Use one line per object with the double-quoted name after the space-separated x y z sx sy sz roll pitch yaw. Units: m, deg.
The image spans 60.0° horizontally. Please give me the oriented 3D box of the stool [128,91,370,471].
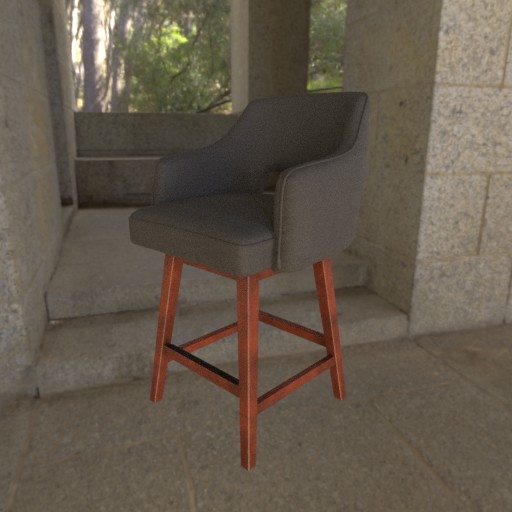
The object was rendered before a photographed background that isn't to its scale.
0.000 0.000 1.279 0.548 0.912 0.558 15 22 42 "stool"
